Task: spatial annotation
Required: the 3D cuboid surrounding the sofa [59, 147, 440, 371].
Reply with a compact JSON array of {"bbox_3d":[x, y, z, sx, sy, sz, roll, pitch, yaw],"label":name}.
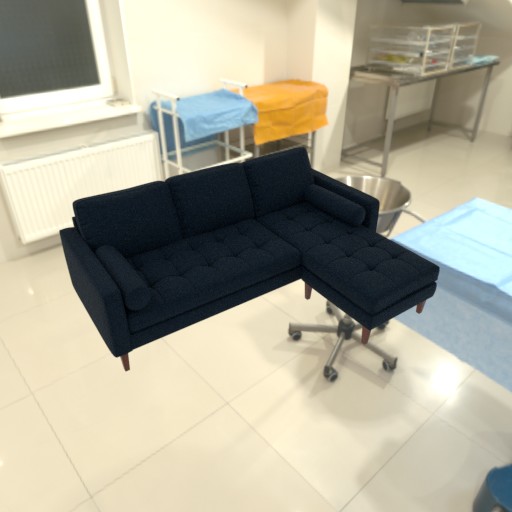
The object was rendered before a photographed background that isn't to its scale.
[{"bbox_3d":[0.000,0.000,3.048,2.185,0.841,1.613,-20,38,-29],"label":"sofa"}]
